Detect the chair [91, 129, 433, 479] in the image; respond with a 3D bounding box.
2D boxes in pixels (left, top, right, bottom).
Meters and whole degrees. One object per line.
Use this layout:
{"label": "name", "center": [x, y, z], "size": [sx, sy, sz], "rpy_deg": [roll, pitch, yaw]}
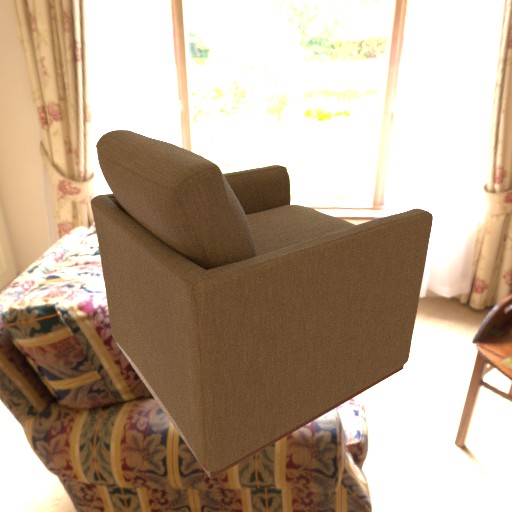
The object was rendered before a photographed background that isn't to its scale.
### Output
{"label": "chair", "center": [0.000, 0.000, 1.474], "size": [0.834, 0.811, 0.763], "rpy_deg": [-16, 29, -31]}
